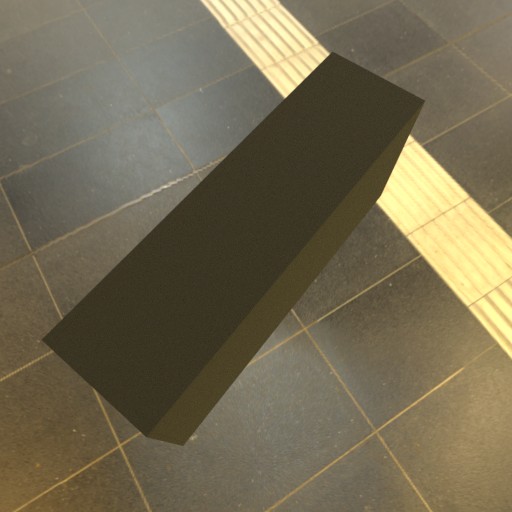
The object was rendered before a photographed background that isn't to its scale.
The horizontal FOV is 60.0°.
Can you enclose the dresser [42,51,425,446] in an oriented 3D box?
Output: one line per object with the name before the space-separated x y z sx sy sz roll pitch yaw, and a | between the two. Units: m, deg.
dresser | 0.000 0.000 1.933 0.463 0.872 1.558 36 70 15
